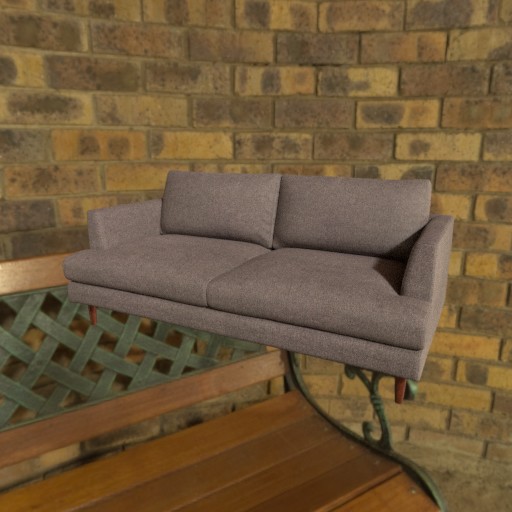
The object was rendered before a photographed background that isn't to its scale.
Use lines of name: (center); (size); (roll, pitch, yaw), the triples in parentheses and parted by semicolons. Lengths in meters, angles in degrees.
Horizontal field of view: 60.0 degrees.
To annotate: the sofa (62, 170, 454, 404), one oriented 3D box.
sofa: (0.000, 0.000, 2.480); (1.948, 0.868, 1.020); (7, 16, 27)
